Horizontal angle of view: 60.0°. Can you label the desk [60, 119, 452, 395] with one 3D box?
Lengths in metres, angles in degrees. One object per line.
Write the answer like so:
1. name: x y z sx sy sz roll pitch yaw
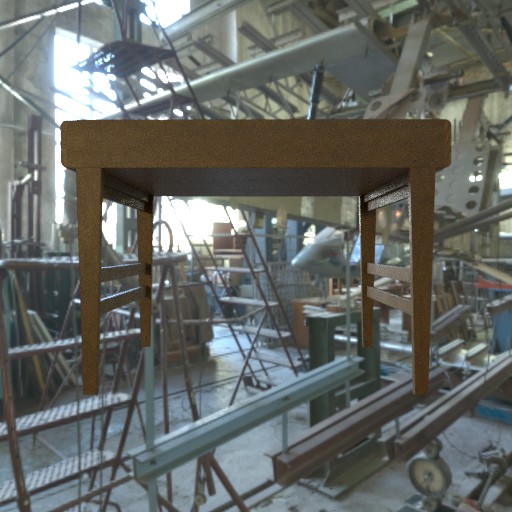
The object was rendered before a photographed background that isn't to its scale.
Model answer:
1. desk: 0.000 0.000 1.543 1.066 0.754 0.660 0 1 0
